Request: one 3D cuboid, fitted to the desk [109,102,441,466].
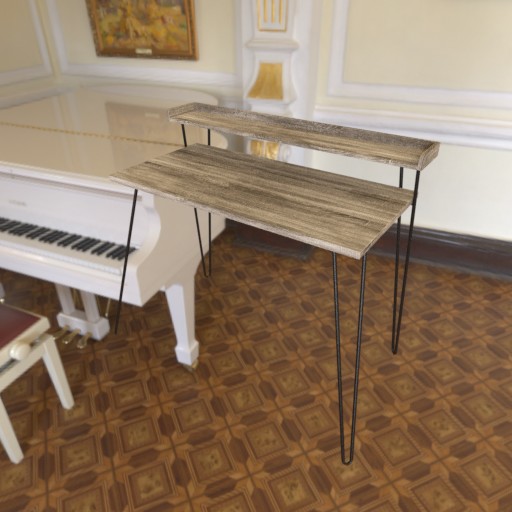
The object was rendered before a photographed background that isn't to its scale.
[{"bbox_3d":[0.000,0.000,1.667,1.135,0.899,0.605,20,36,29],"label":"desk"}]
